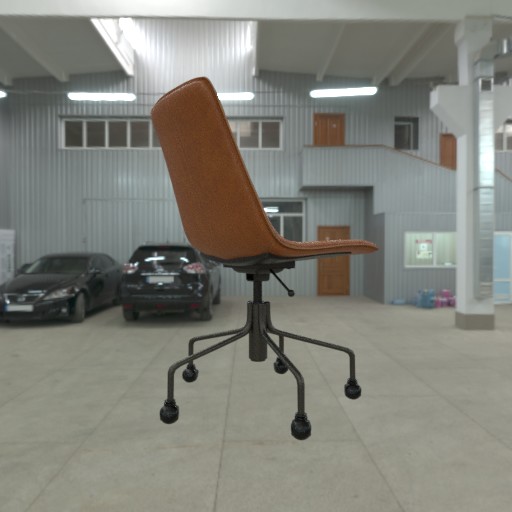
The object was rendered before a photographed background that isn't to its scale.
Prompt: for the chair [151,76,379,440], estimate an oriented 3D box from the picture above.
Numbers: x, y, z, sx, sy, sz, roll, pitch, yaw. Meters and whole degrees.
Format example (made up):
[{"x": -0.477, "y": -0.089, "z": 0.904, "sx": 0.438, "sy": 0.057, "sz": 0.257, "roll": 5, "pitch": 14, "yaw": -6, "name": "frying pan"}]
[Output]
[{"x": 0.000, "y": 0.000, "z": 1.404, "sx": 0.660, "sy": 0.920, "sz": 0.651, "roll": -1, "pitch": 1, "yaw": -36, "name": "chair"}]
